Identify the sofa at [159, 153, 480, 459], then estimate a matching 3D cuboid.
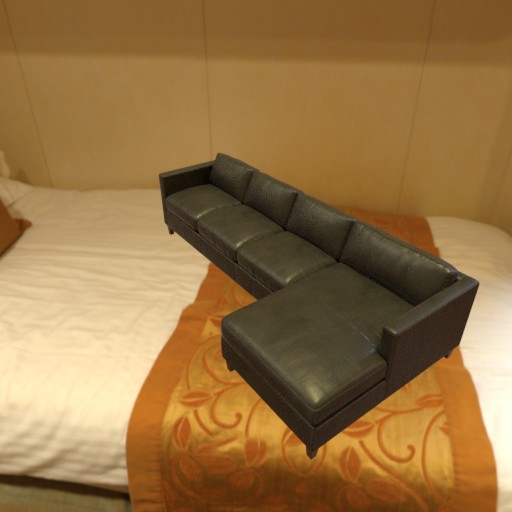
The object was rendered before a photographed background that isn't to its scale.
[{"bbox_3d":[0.000,0.000,3.966,1.581,0.883,3.203,-22,38,-30],"label":"sofa"}]
